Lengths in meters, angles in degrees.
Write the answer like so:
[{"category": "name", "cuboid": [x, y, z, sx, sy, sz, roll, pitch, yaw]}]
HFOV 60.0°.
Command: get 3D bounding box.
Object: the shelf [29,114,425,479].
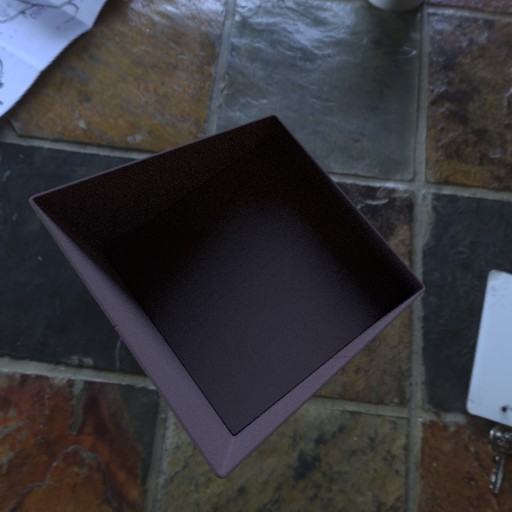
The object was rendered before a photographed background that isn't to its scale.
[{"category": "shelf", "cuboid": [0.000, 0.000, 0.489, 0.292, 0.210, 0.292, -37, 79, -8]}]
